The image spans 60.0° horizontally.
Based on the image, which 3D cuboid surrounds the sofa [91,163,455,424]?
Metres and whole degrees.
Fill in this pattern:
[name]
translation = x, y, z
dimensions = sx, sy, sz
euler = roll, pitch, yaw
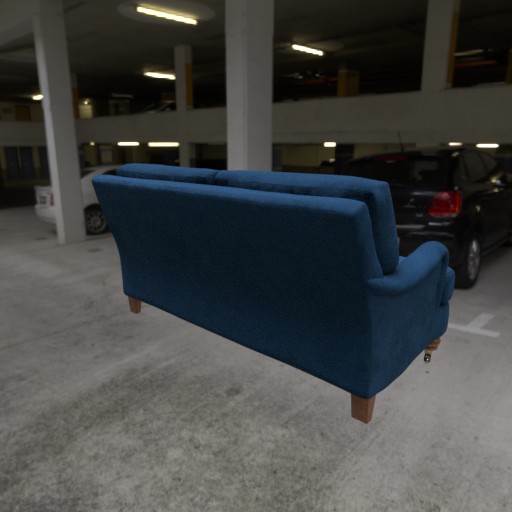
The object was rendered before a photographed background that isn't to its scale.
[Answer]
[sofa]
translation = 0.000, 0.000, 2.782
dimensions = 2.141, 1.101, 1.084
euler = 13, 20, 42
